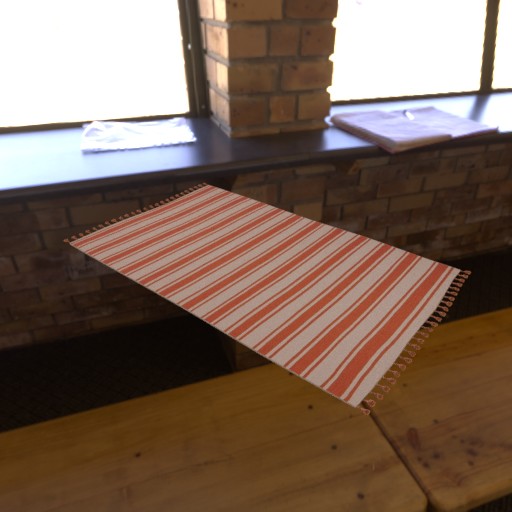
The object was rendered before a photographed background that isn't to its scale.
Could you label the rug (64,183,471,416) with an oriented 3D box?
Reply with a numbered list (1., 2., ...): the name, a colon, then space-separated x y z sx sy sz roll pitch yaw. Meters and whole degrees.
1. rug: 0.000 0.000 2.584 2.092 0.017 1.232 23 38 33
